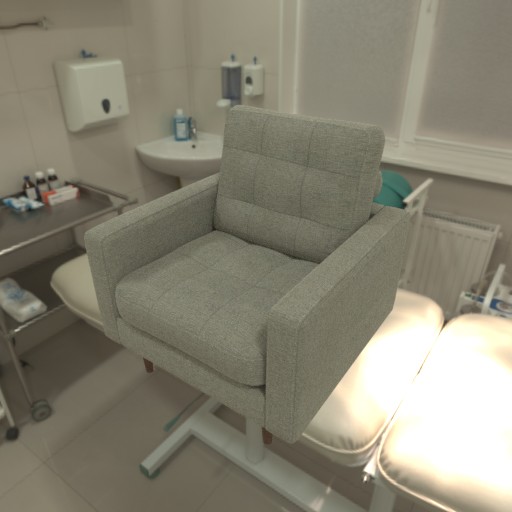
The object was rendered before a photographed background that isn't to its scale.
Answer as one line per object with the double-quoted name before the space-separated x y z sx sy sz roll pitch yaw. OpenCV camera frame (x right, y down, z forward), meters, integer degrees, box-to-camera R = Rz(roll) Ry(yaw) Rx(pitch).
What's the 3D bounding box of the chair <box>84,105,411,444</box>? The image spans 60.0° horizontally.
"chair" 0.000 0.000 1.561 0.821 0.880 0.843 20 35 30
